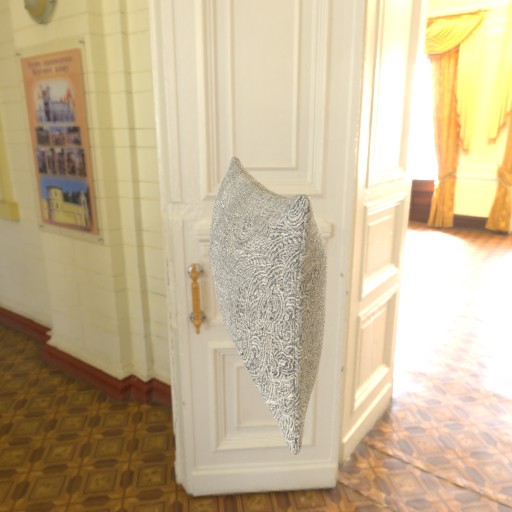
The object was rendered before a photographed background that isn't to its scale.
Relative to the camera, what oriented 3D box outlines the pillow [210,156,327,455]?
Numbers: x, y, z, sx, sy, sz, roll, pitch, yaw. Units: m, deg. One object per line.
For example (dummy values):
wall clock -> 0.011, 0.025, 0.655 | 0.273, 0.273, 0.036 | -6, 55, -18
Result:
pillow -> 0.000, 0.000, 0.749 | 0.151, 0.295, 0.615 | -3, 16, -9
